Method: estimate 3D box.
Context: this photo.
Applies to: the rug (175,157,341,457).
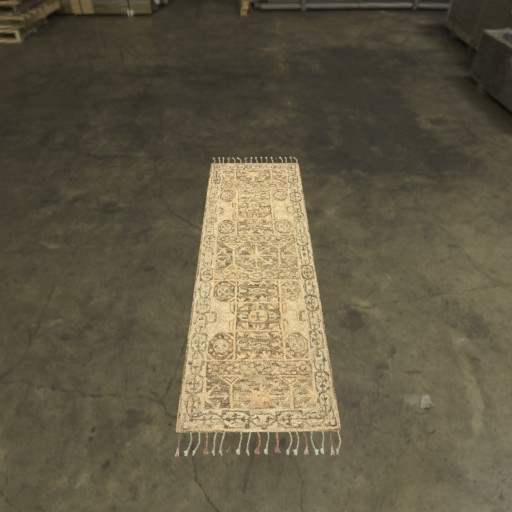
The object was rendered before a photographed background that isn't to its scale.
[{"bbox_3d":[0.000,0.000,2.952,0.762,0.011,2.664,0,41,0],"label":"rug"}]
